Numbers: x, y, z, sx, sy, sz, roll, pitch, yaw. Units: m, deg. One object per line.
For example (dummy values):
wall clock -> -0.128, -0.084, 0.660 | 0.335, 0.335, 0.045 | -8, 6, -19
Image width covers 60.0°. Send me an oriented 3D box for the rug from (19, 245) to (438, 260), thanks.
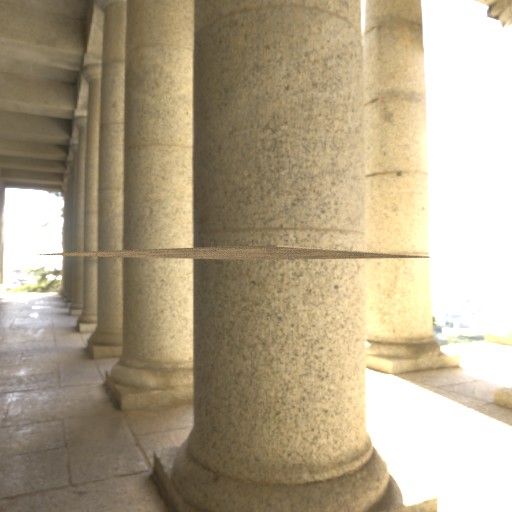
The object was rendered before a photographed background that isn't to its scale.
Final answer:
rug -> 0.000, 0.000, 3.906 | 2.380, 0.008, 2.977 | -1, -2, 36
